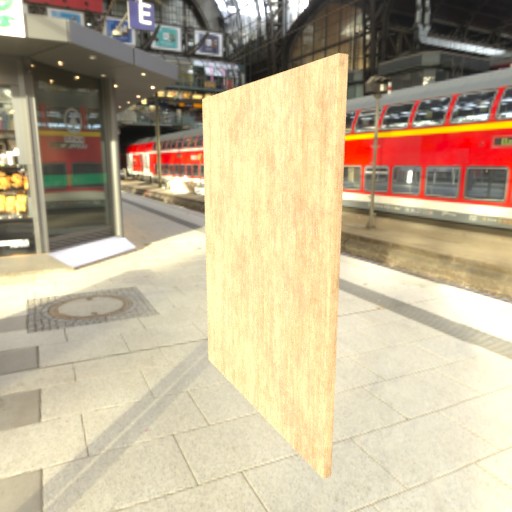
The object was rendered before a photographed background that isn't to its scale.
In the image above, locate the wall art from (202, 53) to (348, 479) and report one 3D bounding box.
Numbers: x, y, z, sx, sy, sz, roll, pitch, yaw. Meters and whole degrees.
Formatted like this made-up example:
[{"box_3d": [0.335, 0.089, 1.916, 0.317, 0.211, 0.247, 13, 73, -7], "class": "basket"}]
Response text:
[{"box_3d": [0.000, 0.000, 0.929, 0.018, 0.686, 0.534, -6, 14, -27], "class": "wall art"}]
